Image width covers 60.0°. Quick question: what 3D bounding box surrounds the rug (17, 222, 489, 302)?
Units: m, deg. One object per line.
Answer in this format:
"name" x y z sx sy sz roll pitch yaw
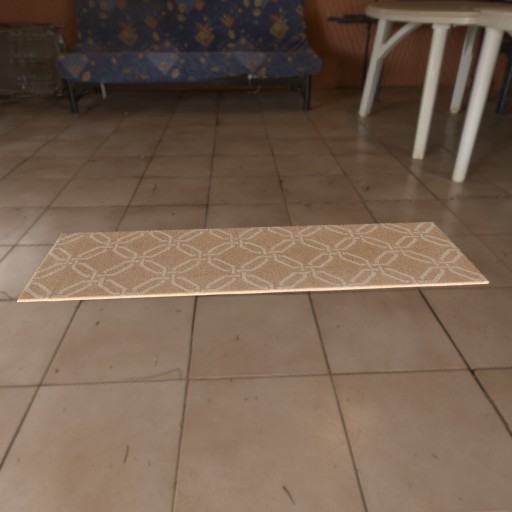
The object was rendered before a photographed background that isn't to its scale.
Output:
"rug" 0.000 0.000 2.418 2.276 0.014 0.678 -2 31 -3
